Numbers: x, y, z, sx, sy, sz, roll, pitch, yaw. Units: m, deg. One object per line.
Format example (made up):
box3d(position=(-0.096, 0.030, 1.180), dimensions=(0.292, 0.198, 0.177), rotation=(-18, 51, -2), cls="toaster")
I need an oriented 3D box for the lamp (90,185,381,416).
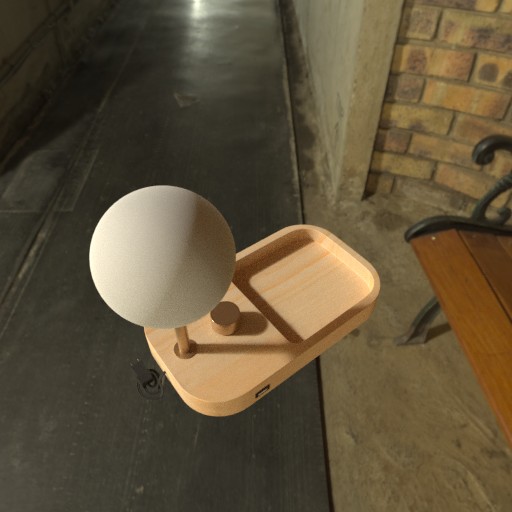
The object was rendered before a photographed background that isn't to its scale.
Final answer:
box3d(position=(0.000, 0.000, 0.481), dimensions=(0.331, 0.253, 0.173), rotation=(-29, 53, -25), cls="lamp")
